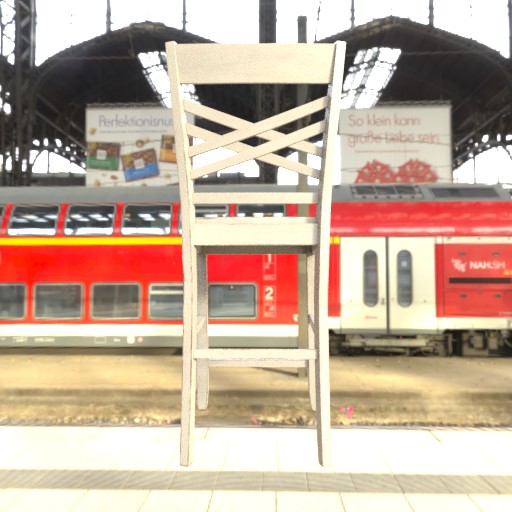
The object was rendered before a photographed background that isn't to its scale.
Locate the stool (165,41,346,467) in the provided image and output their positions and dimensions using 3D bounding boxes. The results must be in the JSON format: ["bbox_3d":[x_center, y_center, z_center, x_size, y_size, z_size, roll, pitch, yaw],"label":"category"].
[{"bbox_3d":[0.000,0.000,1.361,0.462,1.079,0.539,0,-3,0],"label":"stool"}]
